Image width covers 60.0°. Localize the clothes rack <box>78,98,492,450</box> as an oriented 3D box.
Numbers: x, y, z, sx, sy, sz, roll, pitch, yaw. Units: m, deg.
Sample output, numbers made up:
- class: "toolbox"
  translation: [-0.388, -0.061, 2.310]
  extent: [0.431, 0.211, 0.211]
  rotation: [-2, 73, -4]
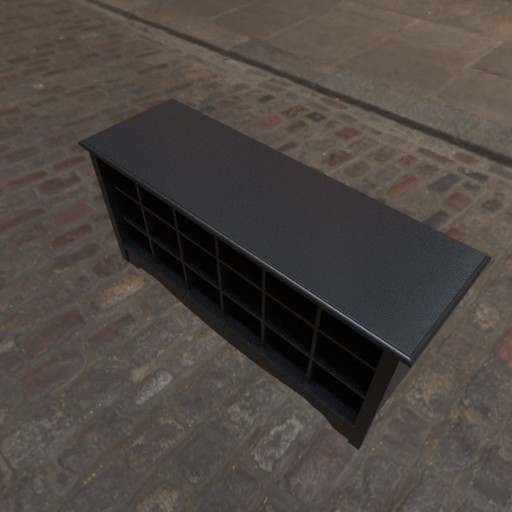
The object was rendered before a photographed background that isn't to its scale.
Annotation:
- class: "clothes rack"
  translation: [0.000, 0.000, 1.475]
  extent: [1.219, 0.556, 0.406]
  rotation: [33, 55, 27]
